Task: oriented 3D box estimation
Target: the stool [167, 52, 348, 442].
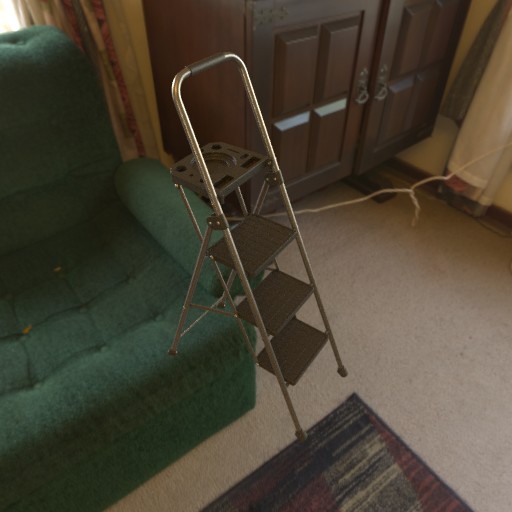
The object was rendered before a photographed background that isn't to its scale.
[{"bbox_3d":[0.000,0.000,1.574,0.733,1.277,0.396,25,47,26],"label":"stool"}]
